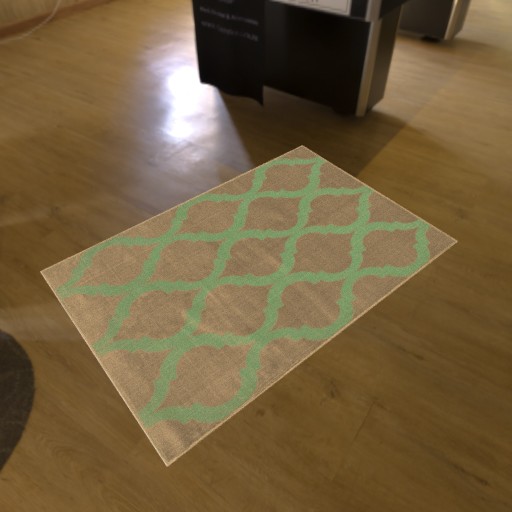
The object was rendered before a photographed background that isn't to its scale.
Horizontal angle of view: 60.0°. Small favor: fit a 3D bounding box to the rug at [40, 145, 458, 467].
[{"bbox_3d":[0.000,0.000,2.904,2.286,0.006,1.524,-31,54,-26],"label":"rug"}]
